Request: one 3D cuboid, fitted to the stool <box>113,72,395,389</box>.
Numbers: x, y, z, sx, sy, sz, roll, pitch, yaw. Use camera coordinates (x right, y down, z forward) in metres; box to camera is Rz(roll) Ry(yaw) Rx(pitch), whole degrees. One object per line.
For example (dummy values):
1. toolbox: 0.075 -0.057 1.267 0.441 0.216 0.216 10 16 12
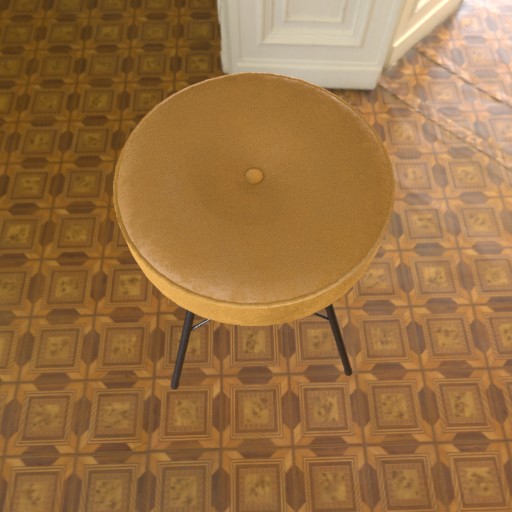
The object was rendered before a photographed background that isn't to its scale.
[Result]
1. stool: 0.000 0.000 0.924 0.472 0.595 0.438 -2 65 -1
